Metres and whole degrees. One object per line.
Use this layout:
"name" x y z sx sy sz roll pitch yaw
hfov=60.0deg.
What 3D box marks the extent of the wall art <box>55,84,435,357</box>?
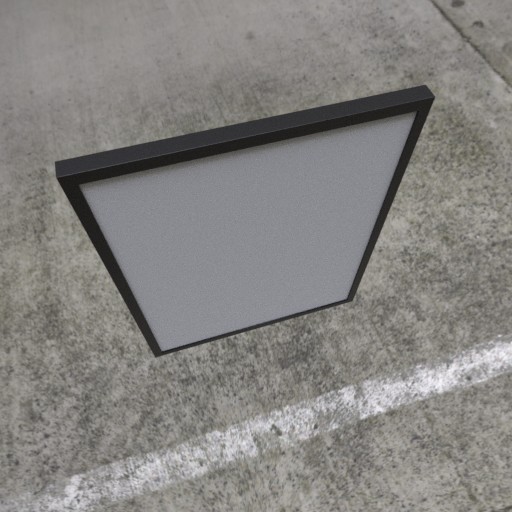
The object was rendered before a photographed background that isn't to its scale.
"wall art" 0.000 0.000 0.536 0.325 0.397 0.018 -14 59 -9
